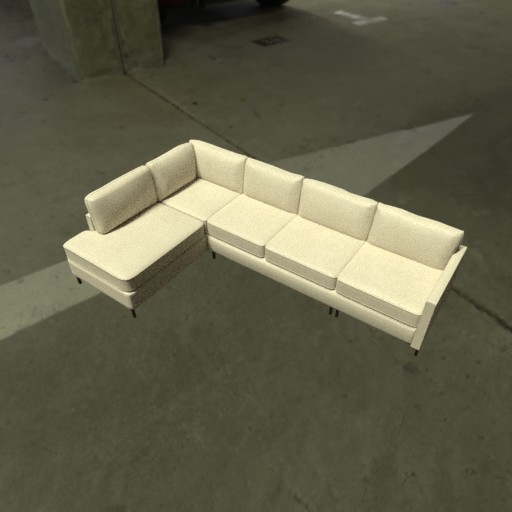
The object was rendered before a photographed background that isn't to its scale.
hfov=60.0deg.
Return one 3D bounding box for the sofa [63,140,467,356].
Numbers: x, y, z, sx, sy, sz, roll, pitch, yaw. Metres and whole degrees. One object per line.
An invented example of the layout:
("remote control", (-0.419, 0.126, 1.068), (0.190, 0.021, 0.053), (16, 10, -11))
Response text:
("sofa", (0.000, 0.000, 4.383), (3.384, 0.996, 2.048), (25, 46, 26))
